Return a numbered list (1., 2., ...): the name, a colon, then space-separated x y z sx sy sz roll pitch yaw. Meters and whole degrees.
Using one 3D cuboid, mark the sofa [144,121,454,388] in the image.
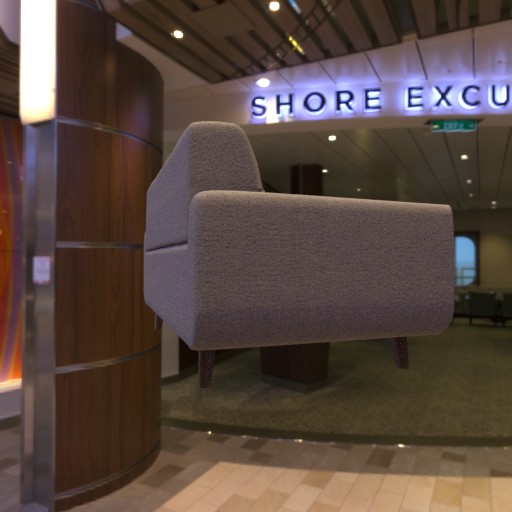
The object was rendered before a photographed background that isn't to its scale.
1. sofa: 0.000 0.000 2.116 0.909 0.841 1.631 0 -1 -19
